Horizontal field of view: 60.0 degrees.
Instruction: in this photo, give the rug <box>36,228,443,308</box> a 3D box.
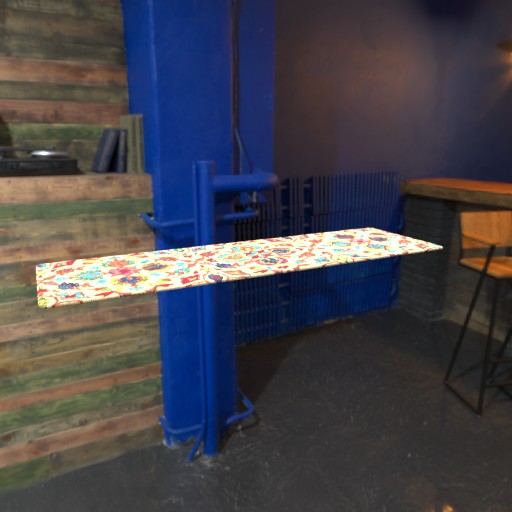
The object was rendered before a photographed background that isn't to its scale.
[{"bbox_3d":[0.000,0.000,2.549,2.273,0.016,0.693,-7,17,-25],"label":"rug"}]
